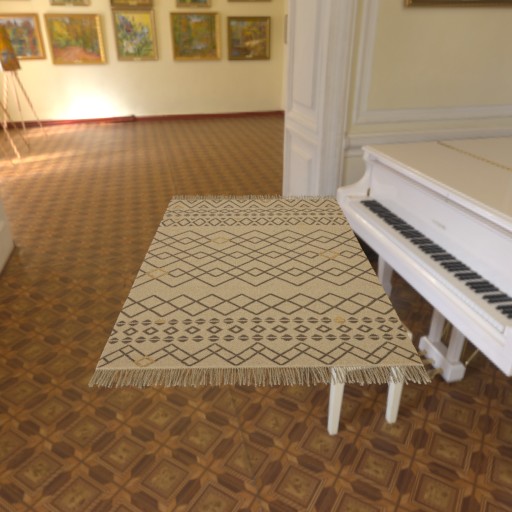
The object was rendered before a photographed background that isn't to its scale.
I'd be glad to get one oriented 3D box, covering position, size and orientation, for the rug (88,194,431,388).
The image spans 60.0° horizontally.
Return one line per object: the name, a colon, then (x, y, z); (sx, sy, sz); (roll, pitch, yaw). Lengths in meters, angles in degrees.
rug: (0.000, 0.000, 3.005); (1.495, 0.035, 2.472); (0, 27, -1)
